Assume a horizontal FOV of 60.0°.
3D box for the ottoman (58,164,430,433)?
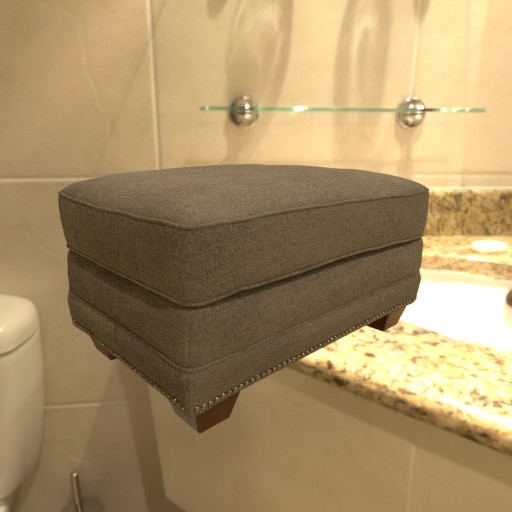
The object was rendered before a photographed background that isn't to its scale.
[{"bbox_3d":[0.000,0.000,1.151,0.813,0.457,0.561,-15,22,-41],"label":"ottoman"}]
